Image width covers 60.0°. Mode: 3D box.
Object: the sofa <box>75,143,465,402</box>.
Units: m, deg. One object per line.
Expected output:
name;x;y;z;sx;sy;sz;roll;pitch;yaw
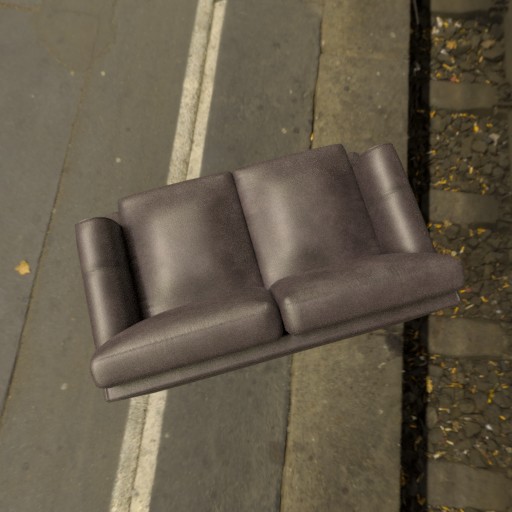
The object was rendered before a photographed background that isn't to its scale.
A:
sofa;0.000;0.000;2.258;1.663;0.979;1.030;-15;76;-4
